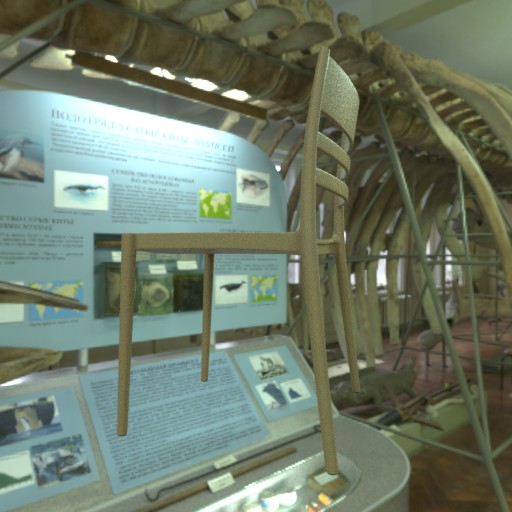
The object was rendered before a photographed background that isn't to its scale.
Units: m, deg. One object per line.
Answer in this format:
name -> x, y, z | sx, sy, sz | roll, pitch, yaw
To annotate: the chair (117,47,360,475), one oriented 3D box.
chair -> 0.000, 0.000, 1.130 | 0.511, 0.800, 0.531 | 0, 0, 18
